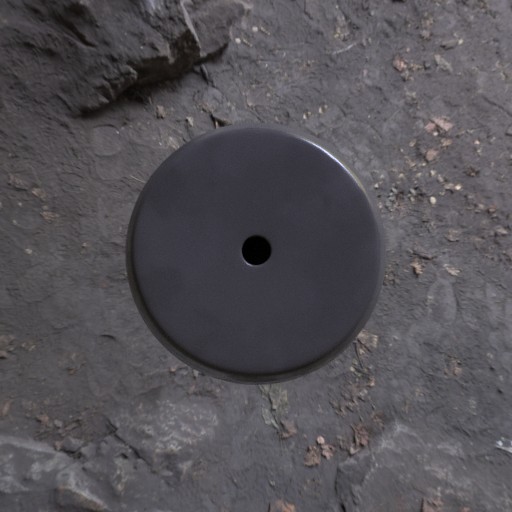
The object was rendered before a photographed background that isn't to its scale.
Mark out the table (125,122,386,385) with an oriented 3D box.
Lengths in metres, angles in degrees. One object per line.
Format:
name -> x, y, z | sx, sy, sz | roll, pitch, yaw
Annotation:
table -> 0.000, 0.000, 0.604 | 0.309, 0.397, 0.309 | 0, 89, 0
